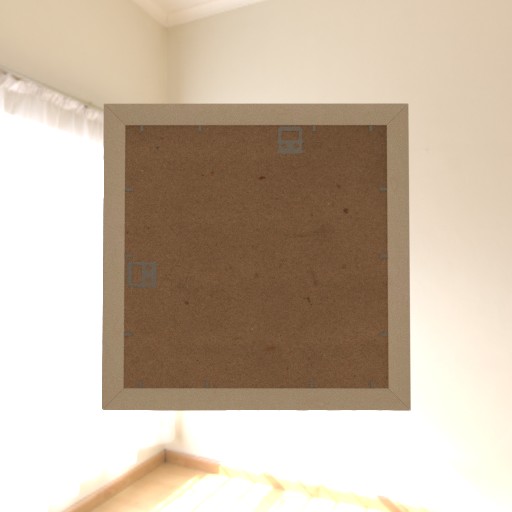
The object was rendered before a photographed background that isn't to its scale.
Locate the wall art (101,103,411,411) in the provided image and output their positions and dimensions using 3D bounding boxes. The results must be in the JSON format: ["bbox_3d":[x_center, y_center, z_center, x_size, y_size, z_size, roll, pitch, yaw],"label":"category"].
[{"bbox_3d":[0.000,0.000,0.852,0.584,0.584,0.013,0,-1,0],"label":"wall art"}]
